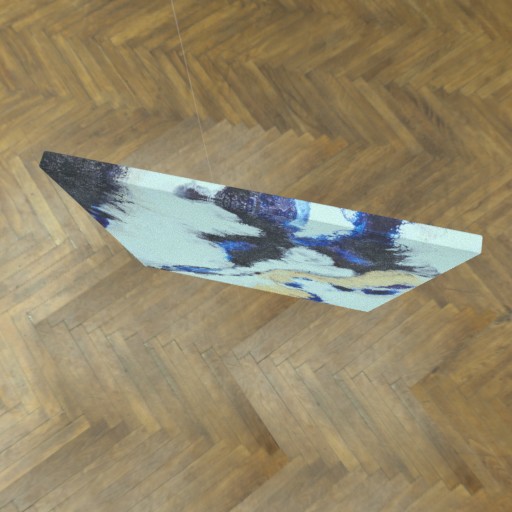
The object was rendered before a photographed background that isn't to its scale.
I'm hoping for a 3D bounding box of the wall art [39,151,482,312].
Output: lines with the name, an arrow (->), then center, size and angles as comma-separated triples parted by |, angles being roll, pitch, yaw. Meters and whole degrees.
wall art -> 0.000, 0.000, 1.300 | 0.887, 0.885, 0.038 | 11, 76, 3
